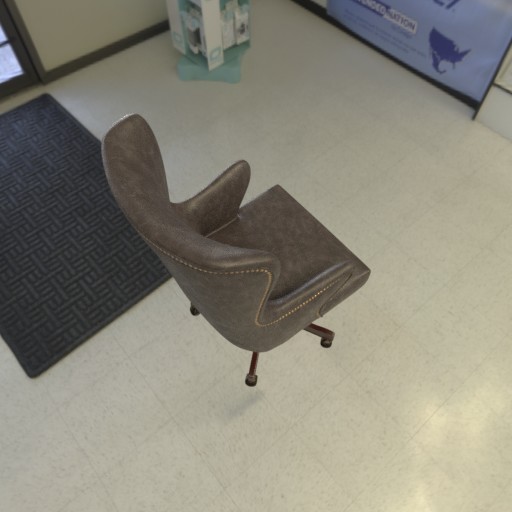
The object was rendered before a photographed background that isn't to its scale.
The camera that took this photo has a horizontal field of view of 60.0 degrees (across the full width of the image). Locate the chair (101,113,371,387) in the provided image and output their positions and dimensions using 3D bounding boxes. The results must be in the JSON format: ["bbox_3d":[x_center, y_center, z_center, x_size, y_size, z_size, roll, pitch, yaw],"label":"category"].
[{"bbox_3d":[0.000,0.000,1.501,0.717,1.037,0.594,-33,63,-20],"label":"chair"}]
